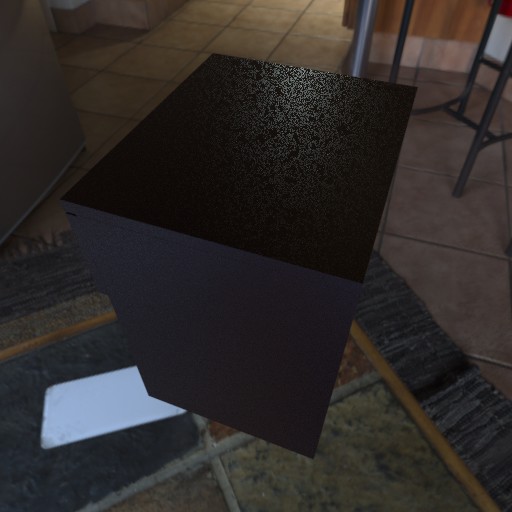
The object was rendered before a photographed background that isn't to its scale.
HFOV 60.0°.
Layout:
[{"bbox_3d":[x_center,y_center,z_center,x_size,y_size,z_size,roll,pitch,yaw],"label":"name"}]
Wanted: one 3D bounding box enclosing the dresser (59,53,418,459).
[{"bbox_3d":[0.000,0.000,0.744,0.360,0.470,0.400,16,49,14],"label":"dresser"}]
